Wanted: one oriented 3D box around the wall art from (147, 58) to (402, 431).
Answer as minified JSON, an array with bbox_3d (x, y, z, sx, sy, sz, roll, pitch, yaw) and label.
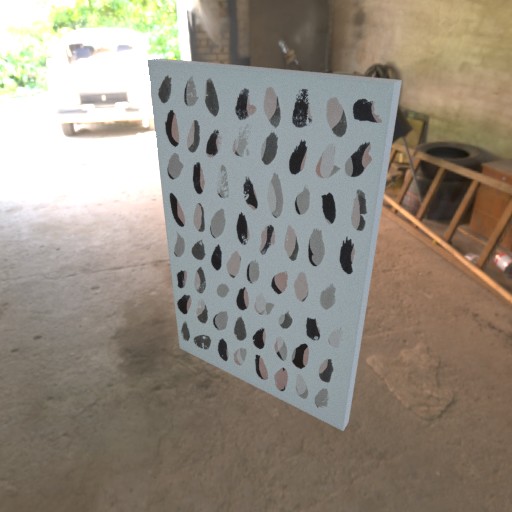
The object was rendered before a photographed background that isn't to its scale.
[{"bbox_3d":[0.000,0.000,1.164,0.610,0.916,0.037,19,35,29],"label":"wall art"}]
